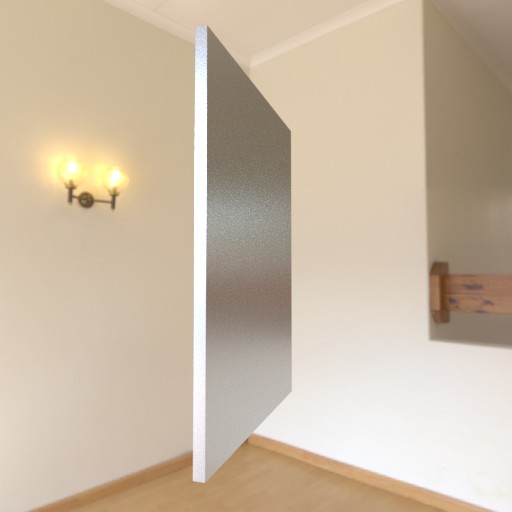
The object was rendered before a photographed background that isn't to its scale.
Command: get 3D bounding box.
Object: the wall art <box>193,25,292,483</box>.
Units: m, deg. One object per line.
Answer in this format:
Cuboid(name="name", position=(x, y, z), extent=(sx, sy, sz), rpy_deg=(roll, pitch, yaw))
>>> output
Cuboid(name="wall art", position=(0.000, 0.000, 1.403), extent=(0.030, 1.046, 0.816), rpy_deg=(-1, -2, 18))
